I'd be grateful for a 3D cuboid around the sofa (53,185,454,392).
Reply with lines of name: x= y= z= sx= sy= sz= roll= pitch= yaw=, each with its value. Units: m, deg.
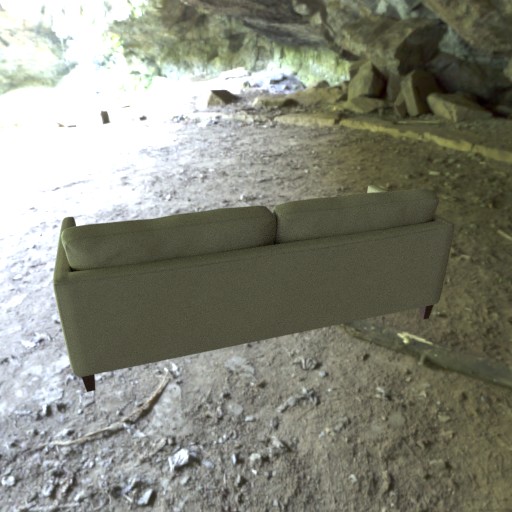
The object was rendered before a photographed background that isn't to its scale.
sofa: x=0.000 y=0.000 z=2.975 sx=2.404 sy=0.912 sz=0.988 roll=-8 pitch=27 yaw=-17
